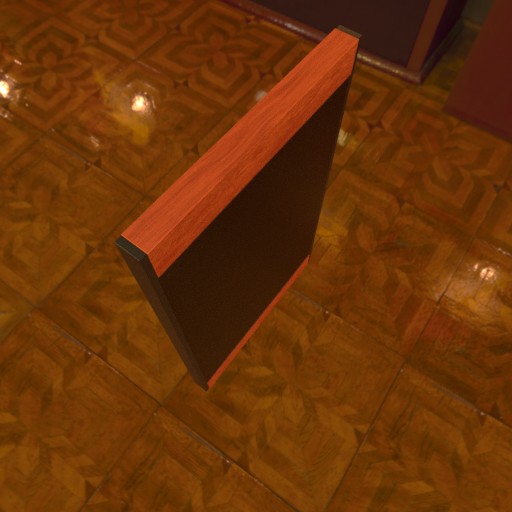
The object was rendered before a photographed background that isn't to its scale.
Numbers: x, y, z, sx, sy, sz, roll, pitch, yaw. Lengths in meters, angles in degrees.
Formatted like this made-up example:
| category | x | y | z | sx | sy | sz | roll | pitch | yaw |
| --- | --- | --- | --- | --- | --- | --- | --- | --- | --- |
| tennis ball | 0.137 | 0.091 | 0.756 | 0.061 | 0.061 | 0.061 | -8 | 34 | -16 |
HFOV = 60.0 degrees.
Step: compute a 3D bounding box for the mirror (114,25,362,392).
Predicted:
| category | x | y | z | sx | sy | sz | roll | pitch | yaw |
| --- | --- | --- | --- | --- | --- | --- | --- | --- | --- |
| mirror | 0.000 | 0.000 | 1.004 | 0.047 | 0.823 | 0.525 | 34 | 67 | 16 |
